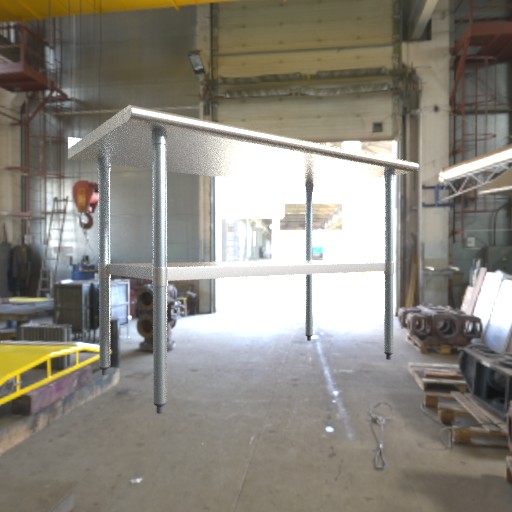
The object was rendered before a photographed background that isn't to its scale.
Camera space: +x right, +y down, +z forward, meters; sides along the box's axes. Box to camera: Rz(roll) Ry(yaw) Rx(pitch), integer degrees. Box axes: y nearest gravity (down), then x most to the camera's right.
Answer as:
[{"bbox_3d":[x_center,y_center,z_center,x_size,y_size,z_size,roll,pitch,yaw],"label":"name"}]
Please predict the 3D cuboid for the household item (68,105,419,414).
[{"bbox_3d":[0.000,0.000,1.707,1.219,0.851,0.610,0,1,-37],"label":"household item"}]
